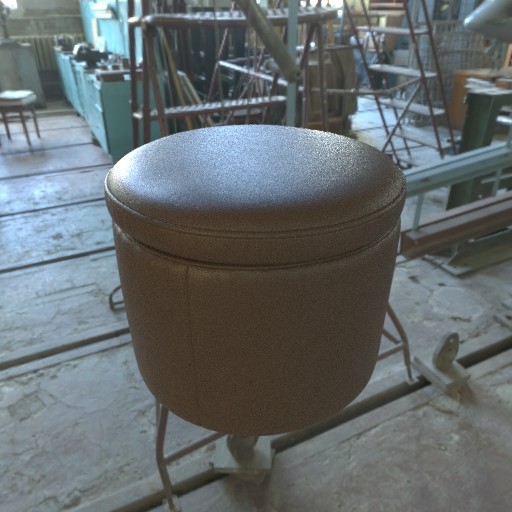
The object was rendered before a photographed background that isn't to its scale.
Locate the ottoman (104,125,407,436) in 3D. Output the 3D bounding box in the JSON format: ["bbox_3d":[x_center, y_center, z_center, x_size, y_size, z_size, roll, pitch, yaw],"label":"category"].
[{"bbox_3d":[0.000,0.000,0.837,0.500,0.409,0.500,0,30,0],"label":"ottoman"}]
